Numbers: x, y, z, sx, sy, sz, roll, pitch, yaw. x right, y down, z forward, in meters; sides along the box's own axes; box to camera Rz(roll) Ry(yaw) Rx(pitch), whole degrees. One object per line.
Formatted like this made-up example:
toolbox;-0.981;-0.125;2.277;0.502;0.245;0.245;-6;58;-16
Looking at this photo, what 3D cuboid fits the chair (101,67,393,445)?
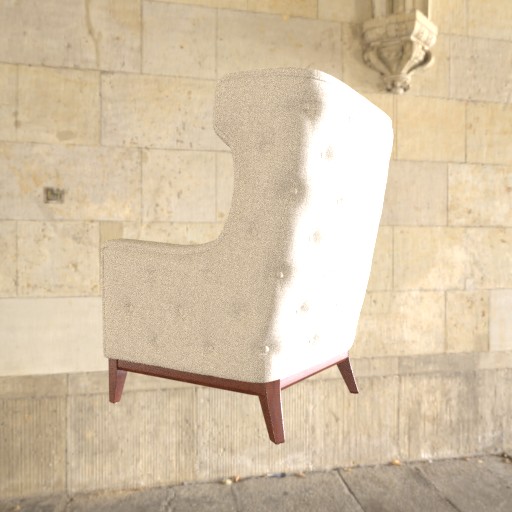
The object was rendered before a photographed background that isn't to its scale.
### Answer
chair;0.000;0.000;1.665;0.899;1.079;0.778;0;1;36
